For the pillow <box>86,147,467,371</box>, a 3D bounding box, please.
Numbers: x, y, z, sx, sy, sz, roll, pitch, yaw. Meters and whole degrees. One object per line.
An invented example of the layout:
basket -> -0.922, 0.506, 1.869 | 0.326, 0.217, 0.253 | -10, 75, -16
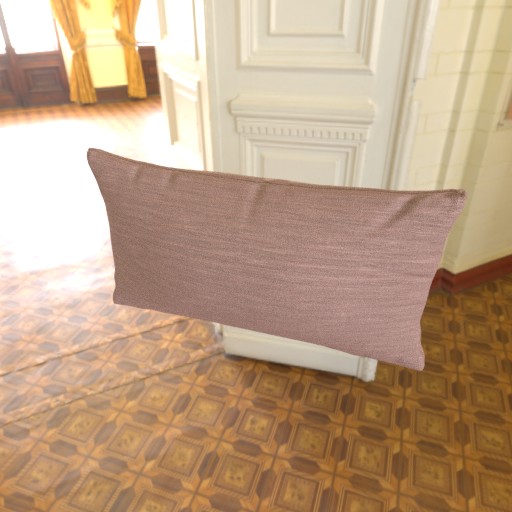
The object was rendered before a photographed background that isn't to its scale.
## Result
pillow -> 0.000, 0.000, 0.794 | 0.633, 0.338, 0.210 | 10, 32, 15
